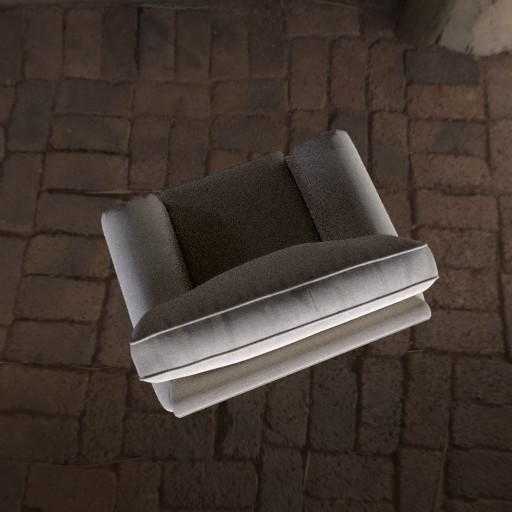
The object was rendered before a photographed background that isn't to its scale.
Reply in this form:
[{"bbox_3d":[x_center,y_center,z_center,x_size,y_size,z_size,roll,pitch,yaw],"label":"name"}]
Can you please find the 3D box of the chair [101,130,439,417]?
[{"bbox_3d":[0.000,0.000,1.846,1.092,0.961,0.965,-20,76,-5],"label":"chair"}]
